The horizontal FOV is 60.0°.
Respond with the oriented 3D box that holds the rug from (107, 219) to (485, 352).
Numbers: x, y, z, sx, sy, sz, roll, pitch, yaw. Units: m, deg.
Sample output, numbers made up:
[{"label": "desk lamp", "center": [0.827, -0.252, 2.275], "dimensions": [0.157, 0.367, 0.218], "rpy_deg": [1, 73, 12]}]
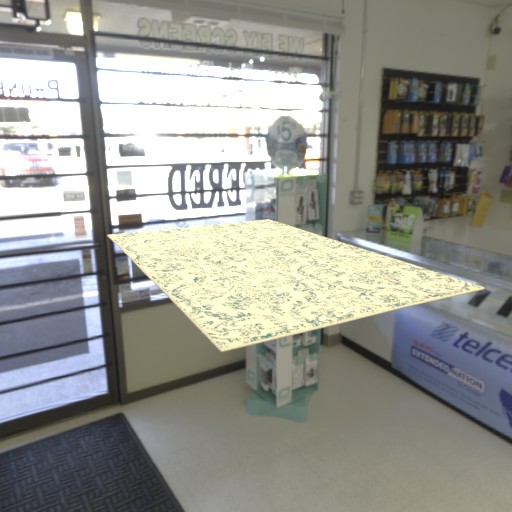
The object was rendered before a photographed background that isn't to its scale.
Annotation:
[{"label": "rug", "center": [0.000, 0.000, 3.554], "dimensions": [1.819, 0.018, 2.746], "rpy_deg": [-8, 17, -27]}]
